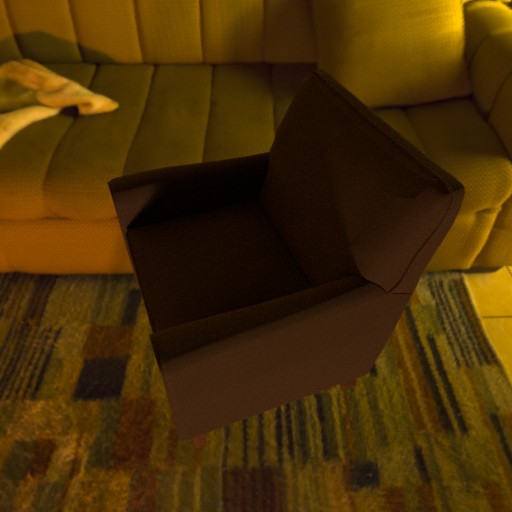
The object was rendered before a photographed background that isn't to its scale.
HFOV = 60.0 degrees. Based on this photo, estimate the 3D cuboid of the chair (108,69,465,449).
[{"bbox_3d":[0.000,0.000,1.550,0.831,0.911,0.836,-16,48,-15],"label":"chair"}]
